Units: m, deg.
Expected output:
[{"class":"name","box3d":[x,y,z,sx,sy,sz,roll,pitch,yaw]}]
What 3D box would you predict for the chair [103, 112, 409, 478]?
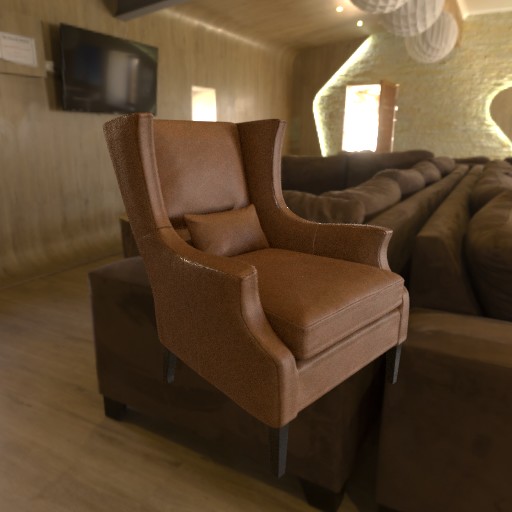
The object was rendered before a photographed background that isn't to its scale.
[{"class":"chair","box3d":[0.000,0.000,1.667,0.925,1.016,0.852,14,20,42]}]
